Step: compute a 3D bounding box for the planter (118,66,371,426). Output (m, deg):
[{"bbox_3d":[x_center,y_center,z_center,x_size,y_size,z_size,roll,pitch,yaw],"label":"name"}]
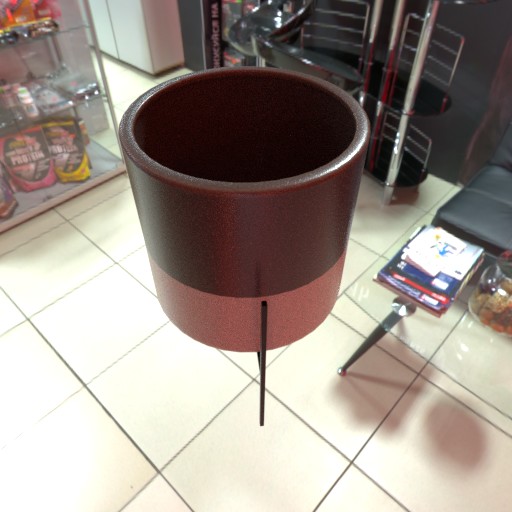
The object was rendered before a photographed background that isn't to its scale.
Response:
[{"bbox_3d":[0.000,0.000,0.532,0.250,0.353,0.260,-10,46,-10],"label":"planter"}]
